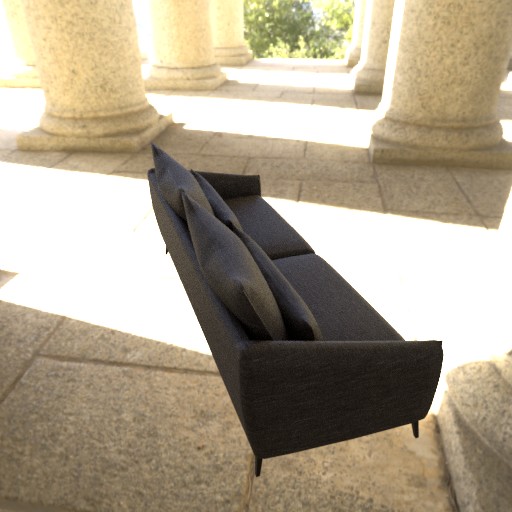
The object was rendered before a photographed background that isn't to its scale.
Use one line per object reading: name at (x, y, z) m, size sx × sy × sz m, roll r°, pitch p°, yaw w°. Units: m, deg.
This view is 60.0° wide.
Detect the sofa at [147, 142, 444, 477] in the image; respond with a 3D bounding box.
sofa at (0.000, 0.000, 2.353) m, size 0.807 × 0.843 × 2.019 m, roll -11°, pitch 32°, yaw -18°
